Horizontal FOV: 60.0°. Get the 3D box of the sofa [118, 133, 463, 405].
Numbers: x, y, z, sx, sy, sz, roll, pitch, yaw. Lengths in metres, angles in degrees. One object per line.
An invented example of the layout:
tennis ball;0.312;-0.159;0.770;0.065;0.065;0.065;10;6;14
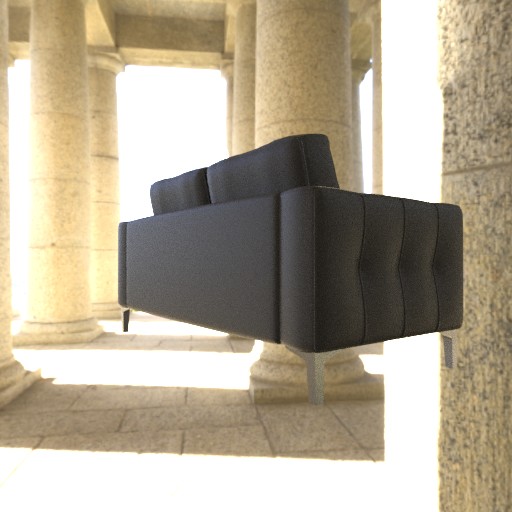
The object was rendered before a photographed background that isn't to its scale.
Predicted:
sofa;0.000;0.000;2.196;0.833;0.892;1.726;0;-1;-36
